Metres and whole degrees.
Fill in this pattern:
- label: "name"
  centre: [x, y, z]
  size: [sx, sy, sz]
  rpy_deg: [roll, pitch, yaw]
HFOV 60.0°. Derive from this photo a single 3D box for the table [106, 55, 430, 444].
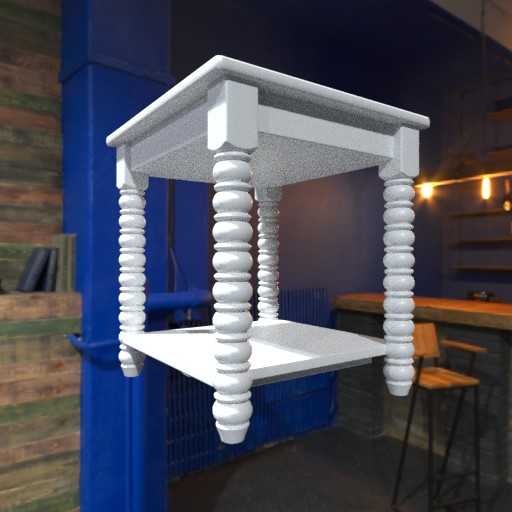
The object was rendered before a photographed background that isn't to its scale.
- label: "table"
  centre: [0.000, 0.000, 0.976]
  size: [0.500, 0.563, 0.533]
  rpy_deg: [0, 0, -35]
